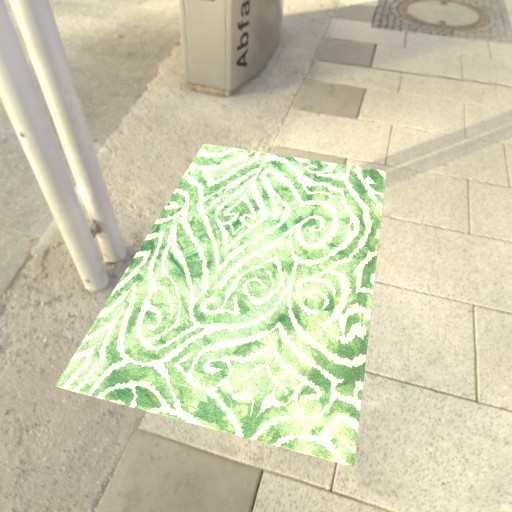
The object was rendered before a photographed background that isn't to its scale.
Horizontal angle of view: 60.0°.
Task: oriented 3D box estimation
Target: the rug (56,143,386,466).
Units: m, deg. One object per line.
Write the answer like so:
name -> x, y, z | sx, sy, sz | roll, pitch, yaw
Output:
rug -> 0.000, 0.000, 2.310 | 1.220, 0.006, 1.826 | 11, 48, 10
